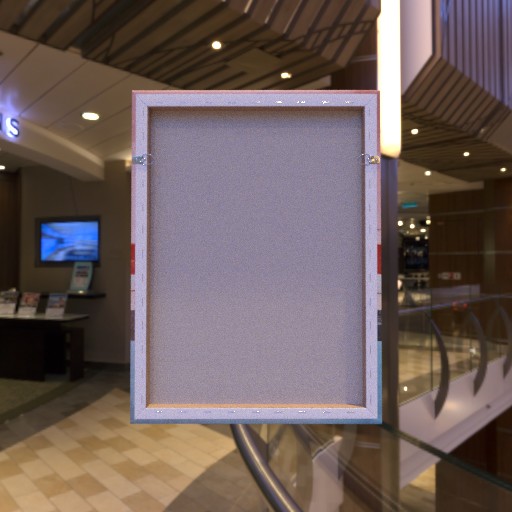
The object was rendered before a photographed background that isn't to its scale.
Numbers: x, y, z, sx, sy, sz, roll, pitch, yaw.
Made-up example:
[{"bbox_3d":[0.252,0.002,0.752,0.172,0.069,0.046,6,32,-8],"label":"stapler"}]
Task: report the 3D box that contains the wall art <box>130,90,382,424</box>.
[{"bbox_3d":[0.000,0.000,1.364,0.761,1.016,0.039,0,-1,0],"label":"wall art"}]
